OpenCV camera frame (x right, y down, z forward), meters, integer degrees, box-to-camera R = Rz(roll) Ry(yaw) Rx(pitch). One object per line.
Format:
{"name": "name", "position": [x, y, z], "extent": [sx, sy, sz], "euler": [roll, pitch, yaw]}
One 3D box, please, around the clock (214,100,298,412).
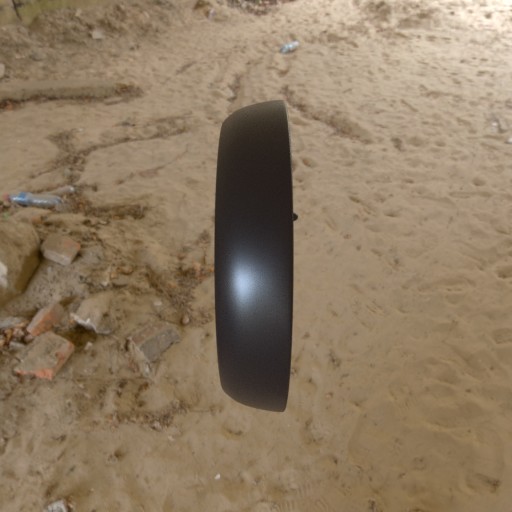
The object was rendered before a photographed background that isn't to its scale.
{"name": "clock", "position": [0.000, 0.000, 0.451], "extent": [0.060, 0.300, 0.300], "euler": [0, 41, 0]}
